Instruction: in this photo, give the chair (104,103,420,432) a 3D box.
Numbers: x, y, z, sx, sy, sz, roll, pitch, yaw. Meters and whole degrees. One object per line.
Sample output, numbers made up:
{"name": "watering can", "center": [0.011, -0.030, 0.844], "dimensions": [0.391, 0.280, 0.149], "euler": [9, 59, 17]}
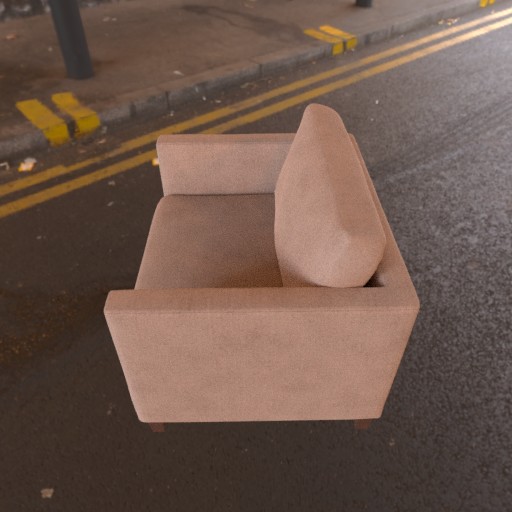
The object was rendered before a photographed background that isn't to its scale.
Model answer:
{"name": "chair", "center": [0.000, 0.000, 1.856], "dimensions": [0.959, 0.961, 1.133], "euler": [-1, 42, -1]}
